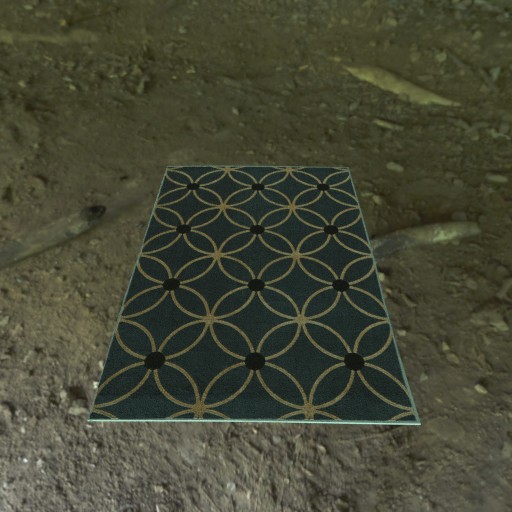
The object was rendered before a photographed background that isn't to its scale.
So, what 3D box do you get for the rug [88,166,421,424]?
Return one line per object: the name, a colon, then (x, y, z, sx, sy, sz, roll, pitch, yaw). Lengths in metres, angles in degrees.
rug: (0.000, 0.000, 2.862, 1.522, 0.008, 2.284, 0, 41, 0)
